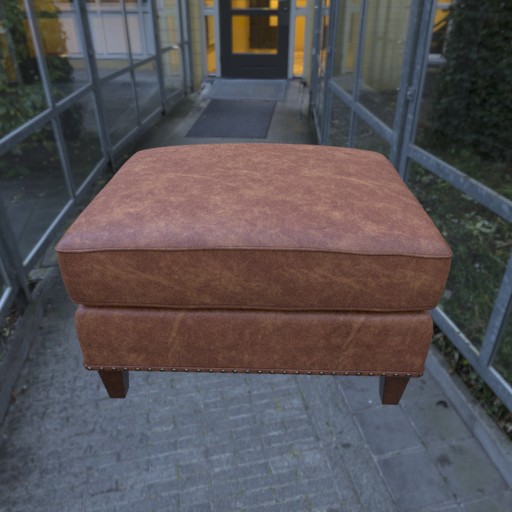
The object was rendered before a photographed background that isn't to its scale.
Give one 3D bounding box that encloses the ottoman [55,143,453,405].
[{"bbox_3d":[0.000,0.000,1.129,0.742,0.486,0.586,1,30,1],"label":"ottoman"}]
